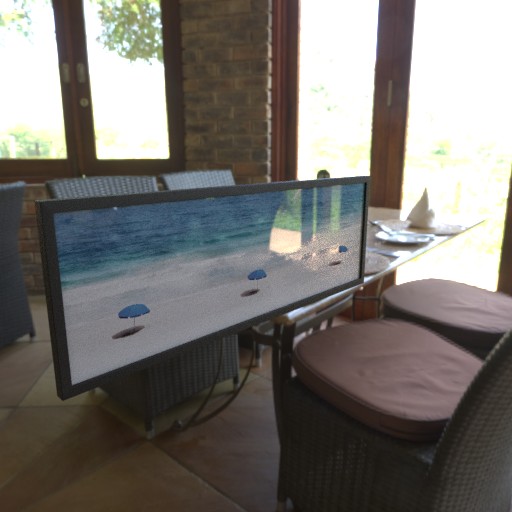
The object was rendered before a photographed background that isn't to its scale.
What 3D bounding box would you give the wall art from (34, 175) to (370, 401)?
[{"bbox_3d":[0.000,0.000,1.726,0.041,0.554,1.572,13,19,43],"label":"wall art"}]
